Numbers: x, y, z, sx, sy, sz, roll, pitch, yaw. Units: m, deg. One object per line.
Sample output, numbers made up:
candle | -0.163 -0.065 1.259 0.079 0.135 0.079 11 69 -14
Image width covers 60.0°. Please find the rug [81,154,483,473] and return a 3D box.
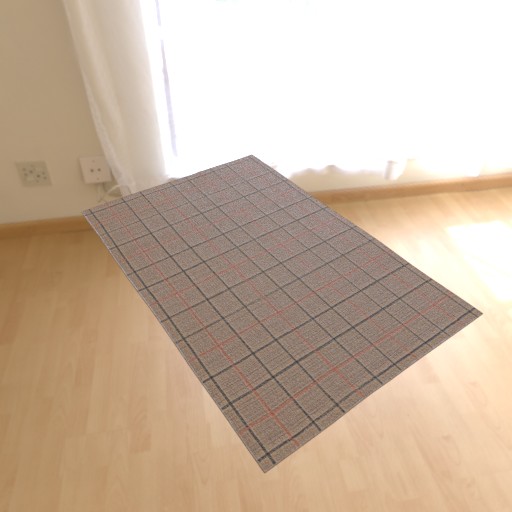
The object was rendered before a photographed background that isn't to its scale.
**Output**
rug | 0.000 0.000 2.298 1.220 0.013 1.829 -25 47 -26
